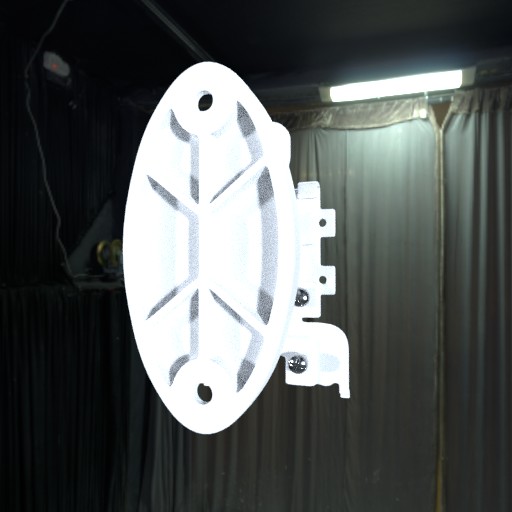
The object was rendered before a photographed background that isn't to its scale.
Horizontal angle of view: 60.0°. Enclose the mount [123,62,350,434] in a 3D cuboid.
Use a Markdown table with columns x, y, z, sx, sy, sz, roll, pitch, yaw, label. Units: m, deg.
| x | y | z | sx | sy | sz | roll | pitch | yaw | label |
| --- | --- | --- | --- | --- | --- | --- | --- | --- | --- |
| 0.000 | 0.000 | 0.172 | 0.066 | 0.118 | 0.100 | 0 | -1 | 17 | mount |
